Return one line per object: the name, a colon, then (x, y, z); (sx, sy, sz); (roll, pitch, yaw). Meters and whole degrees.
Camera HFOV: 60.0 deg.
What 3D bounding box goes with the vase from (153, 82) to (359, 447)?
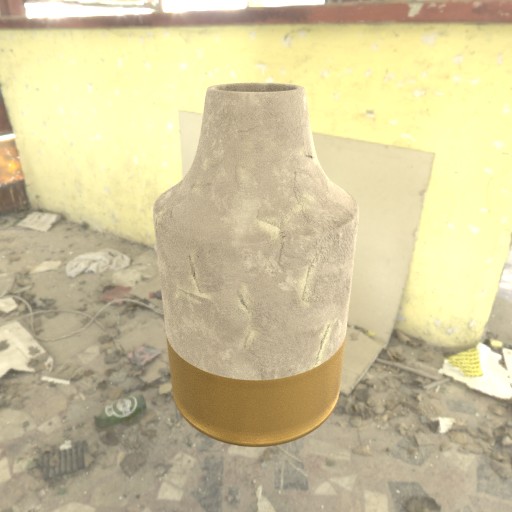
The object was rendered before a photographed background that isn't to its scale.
vase: (0.000, 0.000, 0.425); (0.184, 0.305, 0.184); (0, 27, 0)
